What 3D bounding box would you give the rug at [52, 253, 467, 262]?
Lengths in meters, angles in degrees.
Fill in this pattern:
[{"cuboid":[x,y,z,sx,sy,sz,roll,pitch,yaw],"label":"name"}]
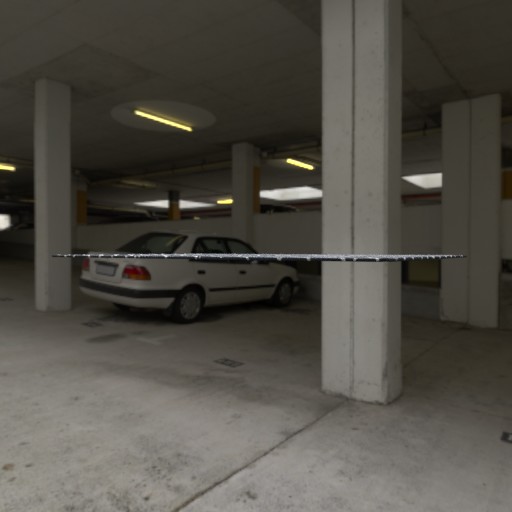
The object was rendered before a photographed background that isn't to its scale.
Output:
[{"cuboid":[0.000,0.000,2.336,1.830,0.013,1.223,0,1,36],"label":"rug"}]
